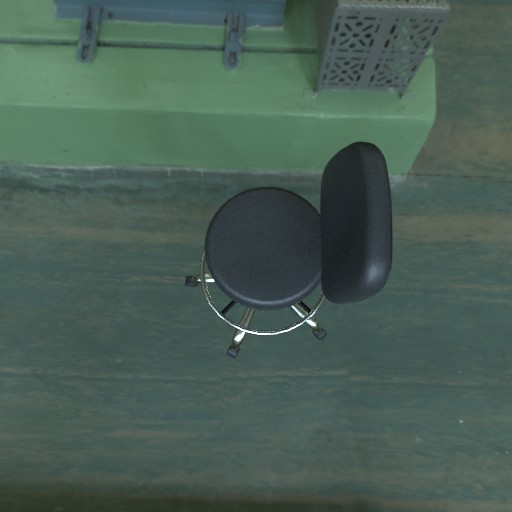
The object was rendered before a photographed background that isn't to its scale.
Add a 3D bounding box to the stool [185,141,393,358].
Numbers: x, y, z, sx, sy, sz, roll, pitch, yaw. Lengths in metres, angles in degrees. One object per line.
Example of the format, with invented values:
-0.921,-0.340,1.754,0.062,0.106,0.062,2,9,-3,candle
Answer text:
0.000,0.000,1.564,0.658,1.069,0.694,1,76,0,stool
